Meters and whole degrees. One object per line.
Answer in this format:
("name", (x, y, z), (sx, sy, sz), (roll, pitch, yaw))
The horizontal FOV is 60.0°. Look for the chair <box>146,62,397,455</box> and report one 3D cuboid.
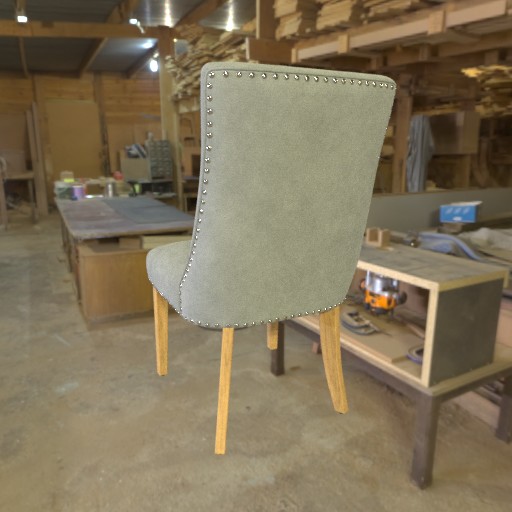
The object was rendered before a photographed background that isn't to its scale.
("chair", (0.000, 0.000, 1.238), (0.495, 0.902, 0.610), (-7, 16, -26))
